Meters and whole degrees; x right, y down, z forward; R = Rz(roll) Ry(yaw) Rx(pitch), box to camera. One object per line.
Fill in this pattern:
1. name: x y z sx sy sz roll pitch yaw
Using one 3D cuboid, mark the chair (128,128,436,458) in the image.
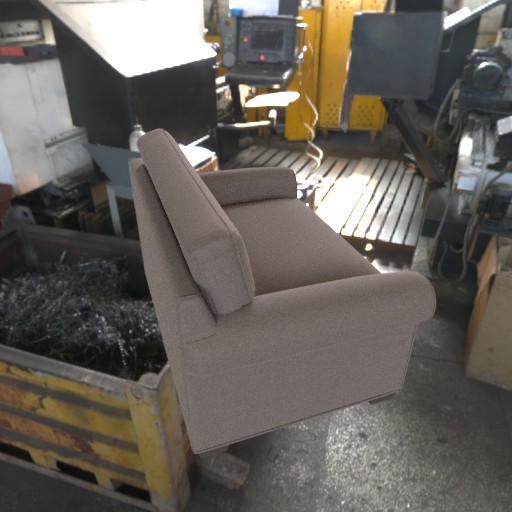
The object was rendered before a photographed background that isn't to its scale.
1. chair: 0.000 0.000 2.026 0.930 0.930 1.390 -11 33 -17
